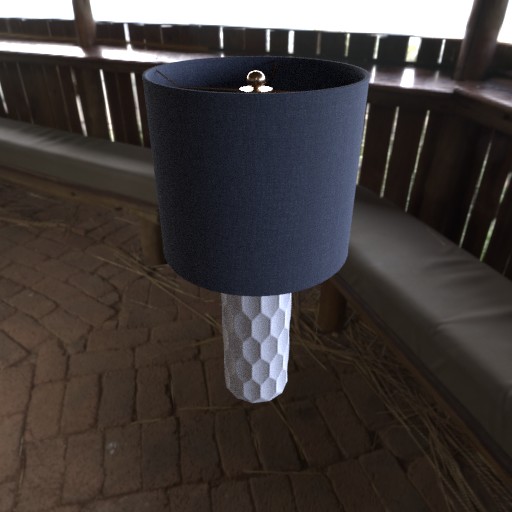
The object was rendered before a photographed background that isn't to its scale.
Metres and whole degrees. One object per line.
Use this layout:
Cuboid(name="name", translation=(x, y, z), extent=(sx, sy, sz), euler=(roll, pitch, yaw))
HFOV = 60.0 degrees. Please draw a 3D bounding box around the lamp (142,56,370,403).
Cuboid(name="lamp", translation=(0.000, 0.000, 0.689), extent=(0.277, 0.537, 0.277), euler=(-22, 38, -32))
